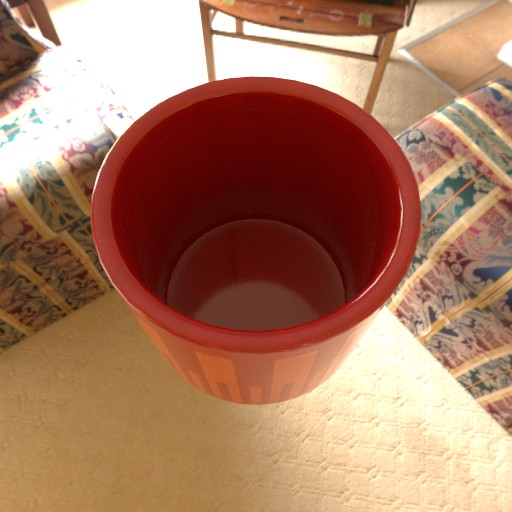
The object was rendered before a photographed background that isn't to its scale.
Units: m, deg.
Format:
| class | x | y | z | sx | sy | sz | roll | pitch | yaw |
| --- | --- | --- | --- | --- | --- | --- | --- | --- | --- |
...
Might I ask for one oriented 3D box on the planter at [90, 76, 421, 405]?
| class | x | y | z | sx | sy | sz | roll | pitch | yaw |
| --- | --- | --- | --- | --- | --- | --- | --- | --- | --- |
| planter | 0.000 | 0.000 | 0.397 | 0.230 | 0.202 | 0.230 | 0 | 63 | 0 |
